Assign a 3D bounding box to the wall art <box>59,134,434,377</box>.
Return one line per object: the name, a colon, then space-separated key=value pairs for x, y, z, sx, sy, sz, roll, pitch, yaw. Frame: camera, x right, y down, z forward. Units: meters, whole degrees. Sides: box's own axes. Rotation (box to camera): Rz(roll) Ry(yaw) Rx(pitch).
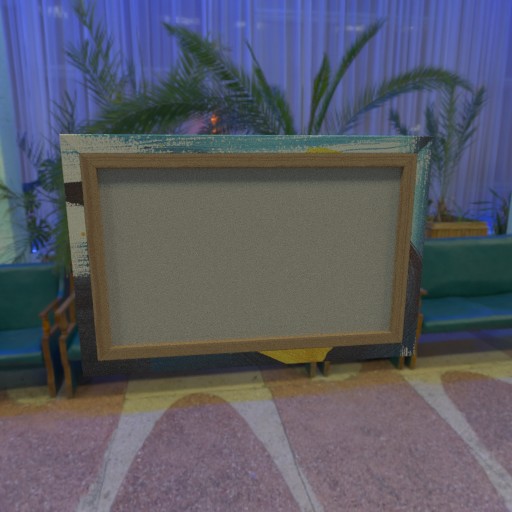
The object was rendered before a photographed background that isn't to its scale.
wall art: x=0.000 y=0.000 z=1.163 sx=0.914 sy=0.610 sz=0.039 roll=-2 pitch=13 yaw=-8
